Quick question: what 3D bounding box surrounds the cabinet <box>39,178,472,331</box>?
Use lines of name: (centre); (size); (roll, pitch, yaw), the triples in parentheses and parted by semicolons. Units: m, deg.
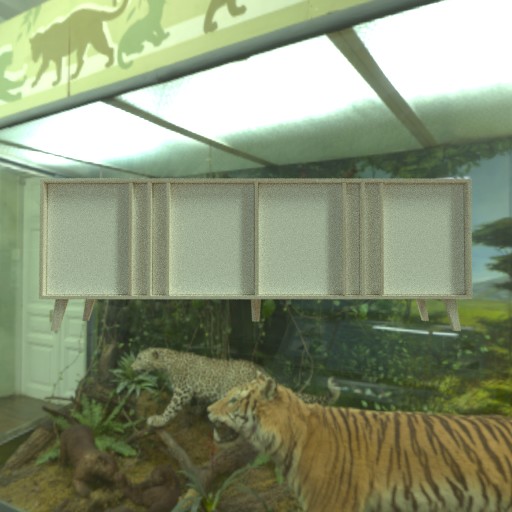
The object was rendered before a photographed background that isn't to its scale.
cabinet: (0.000, 0.000, 2.505); (2.200, 0.780, 0.500); (0, -1, 0)
